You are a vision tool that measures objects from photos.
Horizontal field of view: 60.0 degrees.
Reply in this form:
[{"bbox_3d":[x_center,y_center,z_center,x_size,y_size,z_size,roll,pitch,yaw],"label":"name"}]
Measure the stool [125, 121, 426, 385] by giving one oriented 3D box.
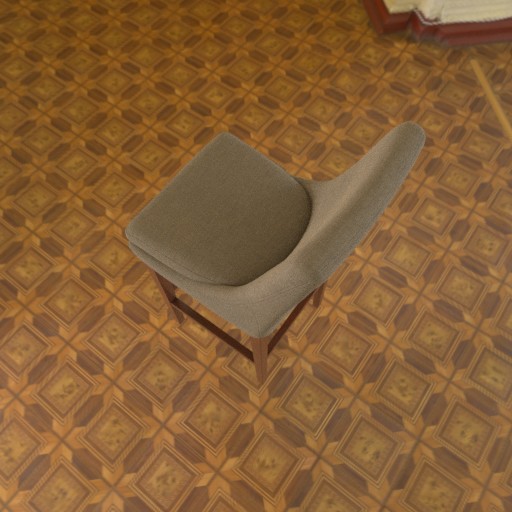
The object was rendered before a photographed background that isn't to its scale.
[{"bbox_3d":[0.000,0.000,1.336,0.577,1.078,0.470,33,67,16],"label":"stool"}]
